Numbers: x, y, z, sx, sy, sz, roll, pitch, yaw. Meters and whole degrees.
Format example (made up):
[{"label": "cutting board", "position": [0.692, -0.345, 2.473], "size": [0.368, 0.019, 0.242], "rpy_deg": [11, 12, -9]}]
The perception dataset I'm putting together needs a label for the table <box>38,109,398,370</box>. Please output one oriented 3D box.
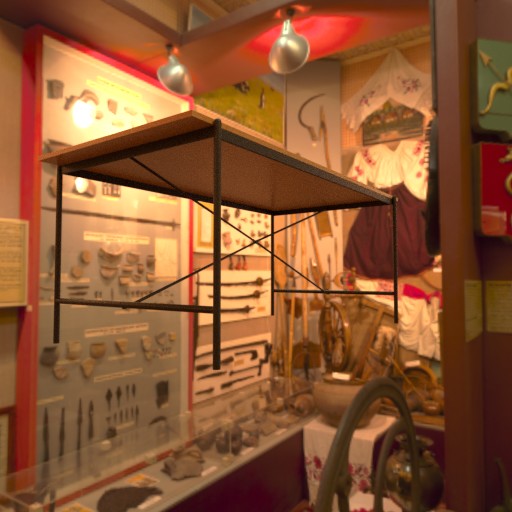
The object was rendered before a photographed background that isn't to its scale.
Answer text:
[{"label": "table", "position": [0.000, 0.000, 2.240], "size": [0.900, 0.758, 1.800], "rpy_deg": [-2, -3, 36]}]
